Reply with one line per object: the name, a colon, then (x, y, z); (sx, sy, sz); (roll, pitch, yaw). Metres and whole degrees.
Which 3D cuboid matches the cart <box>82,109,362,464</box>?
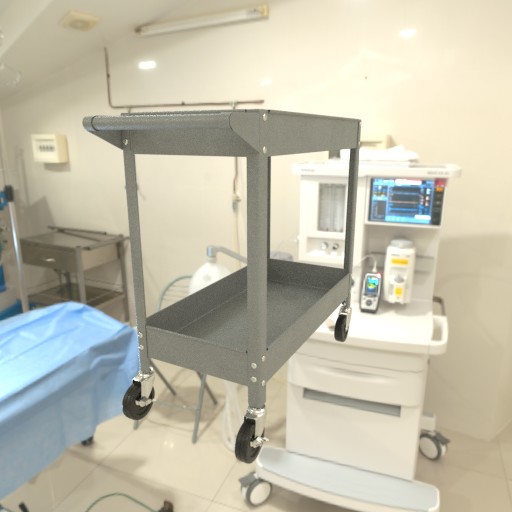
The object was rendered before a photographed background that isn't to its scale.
cart: (0.000, 0.000, 1.193); (0.366, 0.719, 0.779); (8, 17, 27)
